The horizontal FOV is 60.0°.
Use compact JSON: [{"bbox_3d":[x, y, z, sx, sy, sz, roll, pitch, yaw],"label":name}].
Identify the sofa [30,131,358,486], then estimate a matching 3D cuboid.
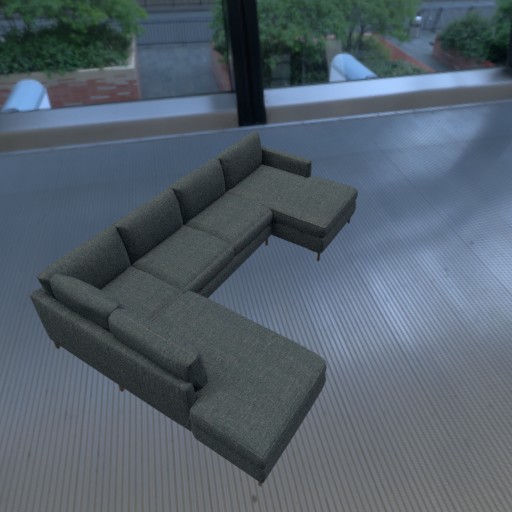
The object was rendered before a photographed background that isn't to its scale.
[{"bbox_3d":[0.000,0.000,3.523,1.879,0.753,2.737,23,45,24],"label":"sofa"}]
